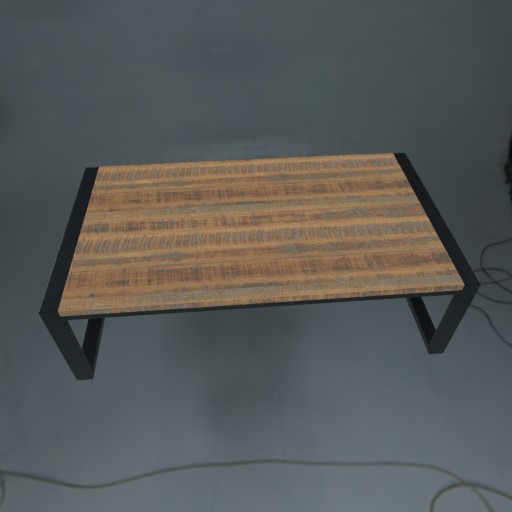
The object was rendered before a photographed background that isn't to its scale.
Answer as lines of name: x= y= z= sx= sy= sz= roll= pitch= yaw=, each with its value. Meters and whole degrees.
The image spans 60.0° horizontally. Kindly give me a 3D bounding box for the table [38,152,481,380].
table: x=0.000 y=0.000 z=1.748 sx=1.350 sy=0.400 sz=0.750 roll=-3 pitch=46 yaw=-3
